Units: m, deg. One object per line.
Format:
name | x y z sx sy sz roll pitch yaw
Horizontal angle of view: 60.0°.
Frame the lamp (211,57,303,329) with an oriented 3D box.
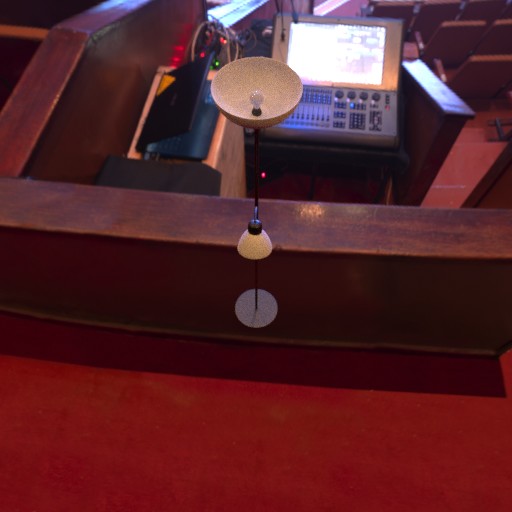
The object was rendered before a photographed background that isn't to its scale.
lamp | 0.000 0.000 2.067 0.279 1.804 0.442 1 62 1
